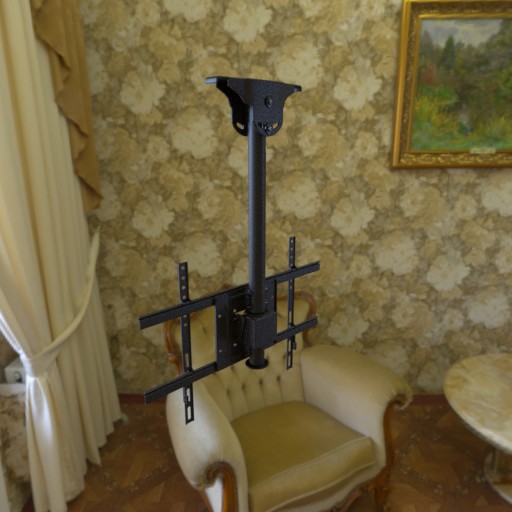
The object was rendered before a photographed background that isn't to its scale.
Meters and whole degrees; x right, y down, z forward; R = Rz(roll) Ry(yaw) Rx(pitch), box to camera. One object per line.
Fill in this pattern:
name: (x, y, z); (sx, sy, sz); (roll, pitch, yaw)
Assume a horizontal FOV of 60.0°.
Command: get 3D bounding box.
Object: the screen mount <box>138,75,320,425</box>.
screen mount: (0.000, 0.000, 1.054); (0.595, 0.775, 0.090); (-15, 21, -43)
